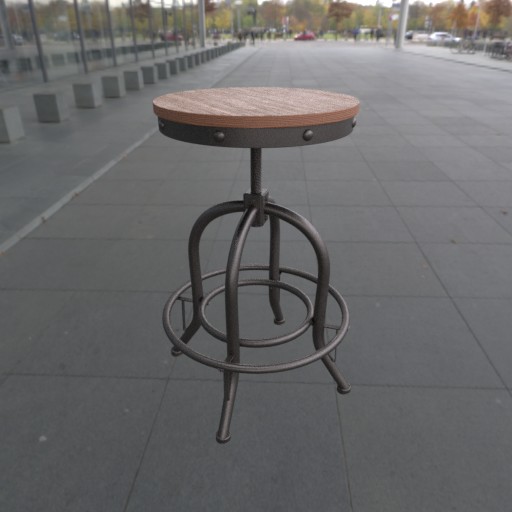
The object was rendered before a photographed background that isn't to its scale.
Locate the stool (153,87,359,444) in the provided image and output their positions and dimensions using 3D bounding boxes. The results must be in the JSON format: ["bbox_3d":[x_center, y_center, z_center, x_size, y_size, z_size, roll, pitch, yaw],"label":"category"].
[{"bbox_3d":[0.000,0.000,0.902,0.439,0.609,0.439,9,28,16],"label":"stool"}]
